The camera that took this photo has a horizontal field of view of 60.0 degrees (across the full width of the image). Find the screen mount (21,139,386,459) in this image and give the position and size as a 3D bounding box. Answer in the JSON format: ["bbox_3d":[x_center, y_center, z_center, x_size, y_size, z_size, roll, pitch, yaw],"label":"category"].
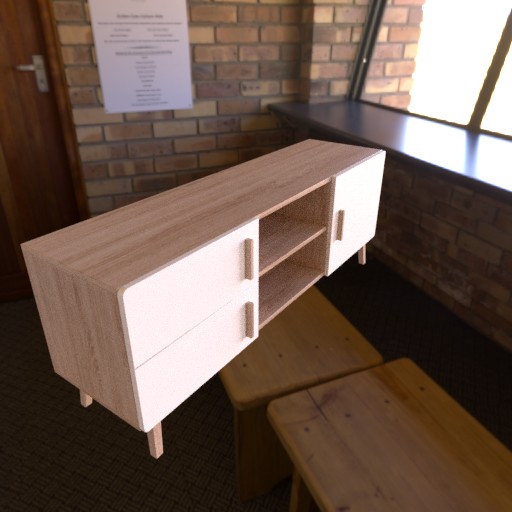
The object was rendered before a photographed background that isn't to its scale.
[{"bbox_3d":[0.000,0.000,1.706,0.420,0.570,1.500,18,32,31],"label":"screen mount"}]
